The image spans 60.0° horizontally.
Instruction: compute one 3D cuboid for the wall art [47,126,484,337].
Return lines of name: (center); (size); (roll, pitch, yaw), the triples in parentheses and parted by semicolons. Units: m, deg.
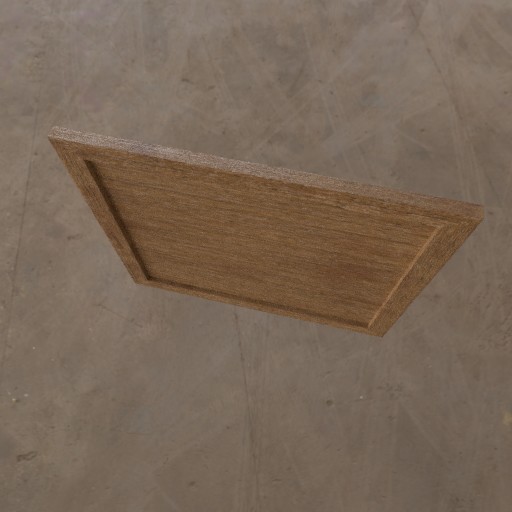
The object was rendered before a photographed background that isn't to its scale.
wall art: (0.000, 0.000, 0.950); (0.690, 0.588, 0.026); (12, 63, 6)
